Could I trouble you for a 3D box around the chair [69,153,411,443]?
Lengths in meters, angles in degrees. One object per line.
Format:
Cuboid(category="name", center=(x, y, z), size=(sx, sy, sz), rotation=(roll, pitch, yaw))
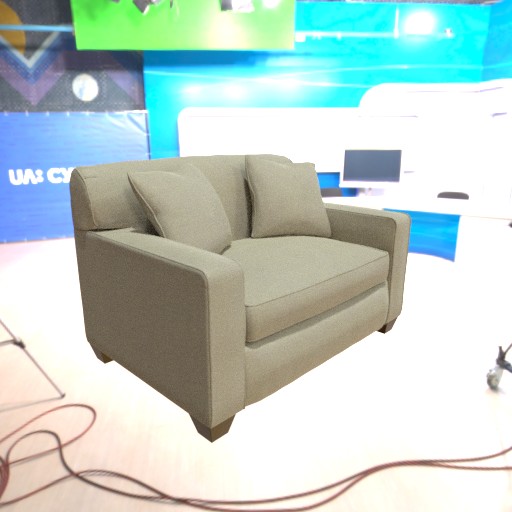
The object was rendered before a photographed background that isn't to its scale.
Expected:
Cuboid(category="chair", center=(0.000, 0.000, 2.182), size=(1.000, 0.948, 1.383), rotation=(15, 22, 42))
